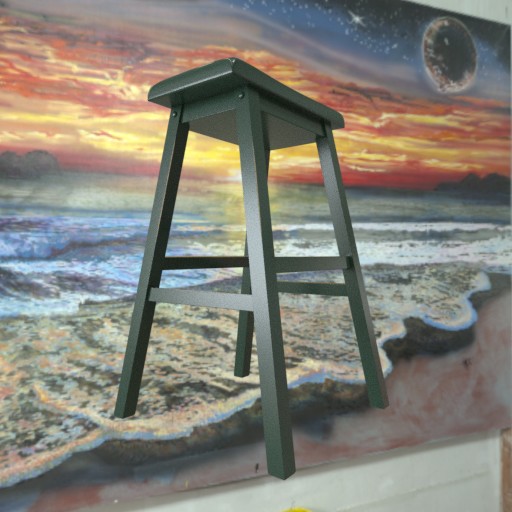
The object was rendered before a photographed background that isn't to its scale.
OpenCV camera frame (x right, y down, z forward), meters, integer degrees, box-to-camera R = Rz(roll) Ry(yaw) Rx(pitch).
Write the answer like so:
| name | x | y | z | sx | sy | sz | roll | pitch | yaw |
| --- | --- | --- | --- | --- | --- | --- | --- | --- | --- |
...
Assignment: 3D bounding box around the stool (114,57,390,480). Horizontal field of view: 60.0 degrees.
| name | x | y | z | sx | sy | sz | roll | pitch | yaw |
| --- | --- | --- | --- | --- | --- | --- | --- | --- | --- |
| stool | 0.000 | 0.000 | 1.054 | 0.476 | 0.737 | 0.457 | 0 | 0 | 38 |
